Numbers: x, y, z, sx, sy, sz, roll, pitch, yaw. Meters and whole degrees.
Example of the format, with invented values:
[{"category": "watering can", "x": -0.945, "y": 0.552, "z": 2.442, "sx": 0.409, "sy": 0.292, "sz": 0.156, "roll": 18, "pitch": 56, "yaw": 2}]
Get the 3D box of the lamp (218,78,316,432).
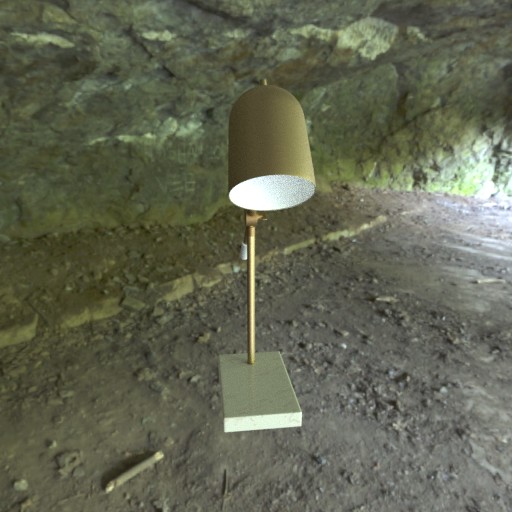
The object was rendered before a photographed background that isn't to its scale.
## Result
[{"category": "lamp", "x": 0.000, "y": 0.000, "z": 0.832, "sx": 0.144, "sy": 0.603, "sz": 0.471, "roll": -2, "pitch": 16, "yaw": -7}]
